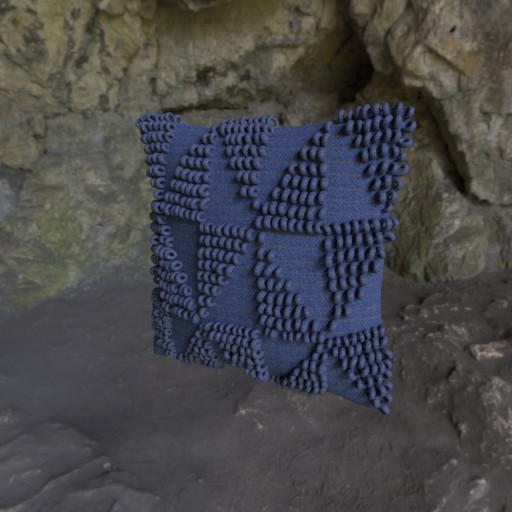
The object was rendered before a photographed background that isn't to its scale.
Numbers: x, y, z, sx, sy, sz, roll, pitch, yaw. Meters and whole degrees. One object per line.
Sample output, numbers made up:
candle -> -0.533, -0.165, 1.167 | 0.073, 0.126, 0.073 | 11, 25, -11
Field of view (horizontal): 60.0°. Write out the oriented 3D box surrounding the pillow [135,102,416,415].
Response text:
pillow -> 0.000, 0.000, 0.731 | 0.469, 0.466, 0.172 | 7, 16, 26
